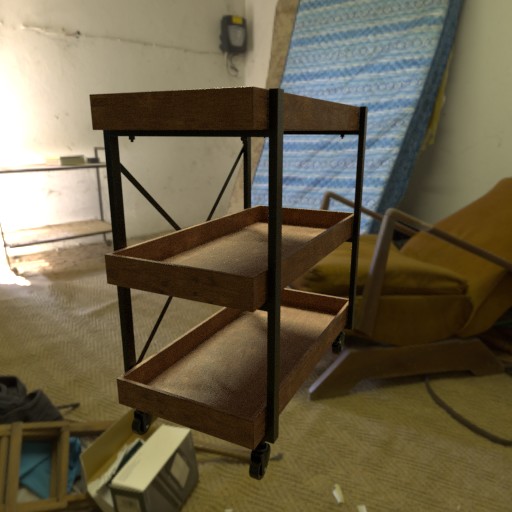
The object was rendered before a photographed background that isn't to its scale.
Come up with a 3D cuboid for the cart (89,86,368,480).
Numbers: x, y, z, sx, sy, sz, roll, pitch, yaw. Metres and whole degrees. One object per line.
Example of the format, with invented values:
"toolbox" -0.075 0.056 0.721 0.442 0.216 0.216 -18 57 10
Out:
"cart" 0.000 0.000 1.220 0.411 0.800 0.750 8 17 26
